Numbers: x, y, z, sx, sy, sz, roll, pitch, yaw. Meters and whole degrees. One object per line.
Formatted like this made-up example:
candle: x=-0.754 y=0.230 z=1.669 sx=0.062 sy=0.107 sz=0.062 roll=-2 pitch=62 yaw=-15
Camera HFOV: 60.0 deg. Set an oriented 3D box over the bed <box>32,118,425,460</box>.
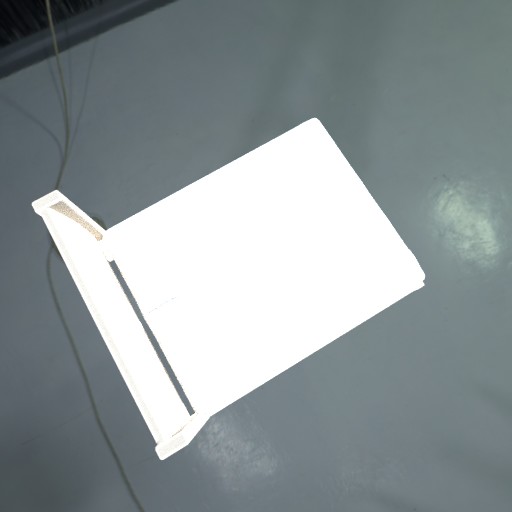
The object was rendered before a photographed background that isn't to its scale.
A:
bed: x=0.000 y=0.000 z=3.493 sx=2.293 sy=1.471 sz=1.778 roll=-30 pitch=79 yaw=-7
